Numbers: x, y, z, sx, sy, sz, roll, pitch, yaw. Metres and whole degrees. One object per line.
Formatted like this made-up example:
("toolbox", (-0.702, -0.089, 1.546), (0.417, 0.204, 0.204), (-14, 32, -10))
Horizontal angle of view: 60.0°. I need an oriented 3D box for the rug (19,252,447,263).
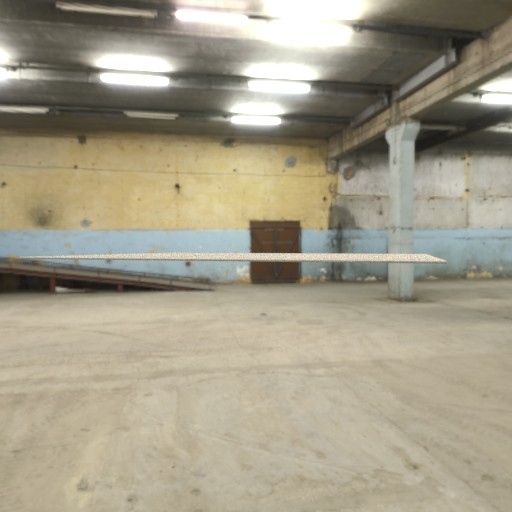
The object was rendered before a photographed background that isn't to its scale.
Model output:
("rug", (0.000, 0.000, 4.088), (3.050, 0.015, 2.441), (0, 1, 19))
